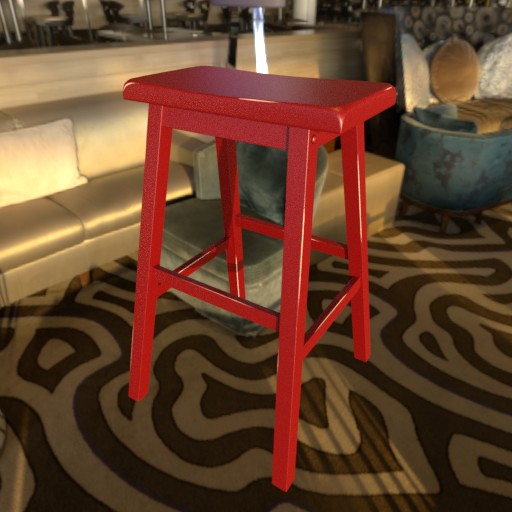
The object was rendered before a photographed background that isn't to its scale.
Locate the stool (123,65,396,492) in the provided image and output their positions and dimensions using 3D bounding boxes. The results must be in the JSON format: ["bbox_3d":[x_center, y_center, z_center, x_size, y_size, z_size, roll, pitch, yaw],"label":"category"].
[{"bbox_3d":[0.000,0.000,0.993,0.457,0.737,0.476,18,35,28],"label":"stool"}]
